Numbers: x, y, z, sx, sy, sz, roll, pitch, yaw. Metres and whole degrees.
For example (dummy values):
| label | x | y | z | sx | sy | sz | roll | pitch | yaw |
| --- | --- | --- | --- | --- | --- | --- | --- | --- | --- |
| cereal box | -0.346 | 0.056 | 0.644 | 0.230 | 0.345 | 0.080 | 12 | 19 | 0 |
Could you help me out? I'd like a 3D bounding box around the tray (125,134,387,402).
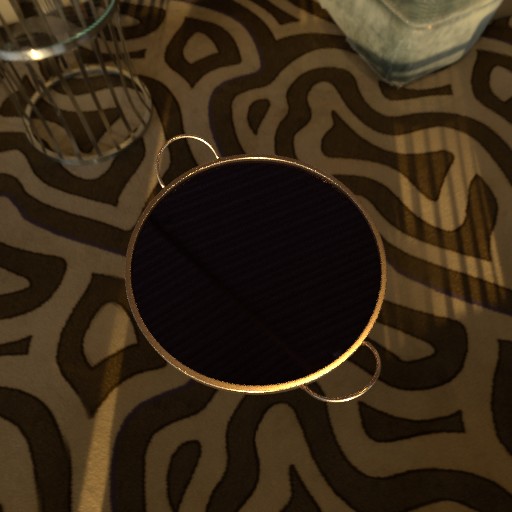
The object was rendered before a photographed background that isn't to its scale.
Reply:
| label | x | y | z | sx | sy | sz | roll | pitch | yaw |
| --- | --- | --- | --- | --- | --- | --- | --- | --- | --- |
| tray | 0.000 | 0.000 | 0.741 | 0.438 | 0.069 | 0.543 | -31 | 68 | -14 |
